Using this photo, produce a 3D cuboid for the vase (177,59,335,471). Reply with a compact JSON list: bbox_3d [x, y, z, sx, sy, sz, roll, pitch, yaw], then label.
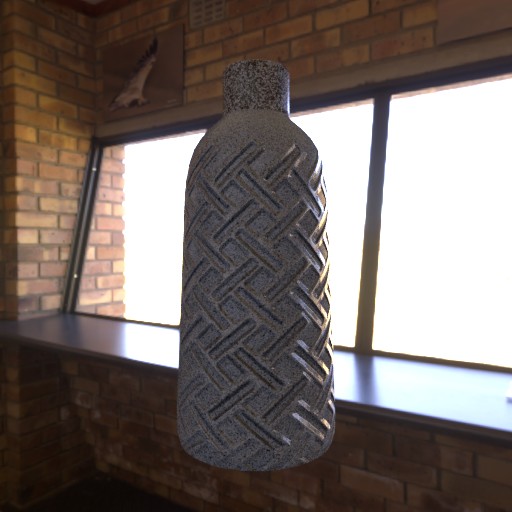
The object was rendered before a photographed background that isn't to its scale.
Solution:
[{"bbox_3d":[0.000,0.000,0.344,0.122,0.282,0.122,0,1,0],"label":"vase"}]
